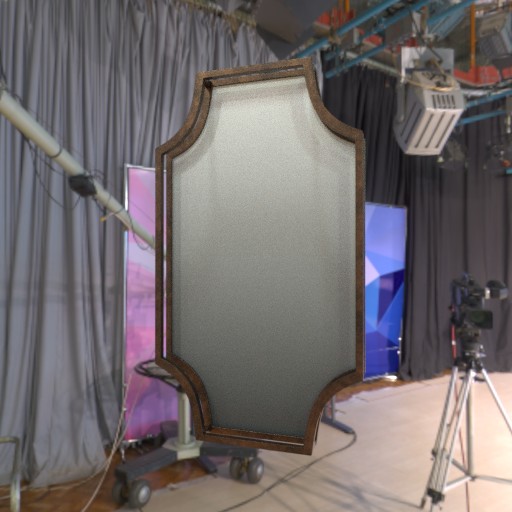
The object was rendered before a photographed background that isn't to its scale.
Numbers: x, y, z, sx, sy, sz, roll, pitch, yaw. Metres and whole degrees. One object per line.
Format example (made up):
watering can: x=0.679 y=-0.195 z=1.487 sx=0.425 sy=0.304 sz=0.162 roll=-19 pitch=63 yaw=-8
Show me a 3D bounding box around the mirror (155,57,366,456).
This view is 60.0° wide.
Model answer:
mirror: x=0.000 y=0.000 z=0.971 sx=0.462 sy=0.811 sz=0.066 roll=0 pitch=0 yaw=18
